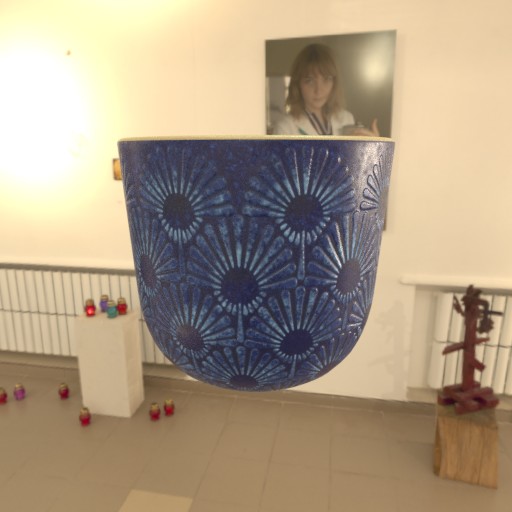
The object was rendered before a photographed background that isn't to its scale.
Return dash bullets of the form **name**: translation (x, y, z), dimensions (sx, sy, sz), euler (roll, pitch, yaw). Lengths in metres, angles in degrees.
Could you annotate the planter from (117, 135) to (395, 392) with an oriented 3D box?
- **planter**: translation (0.000, 0.000, 0.300), dimensions (0.170, 0.153, 0.170), euler (0, 13, 0)
